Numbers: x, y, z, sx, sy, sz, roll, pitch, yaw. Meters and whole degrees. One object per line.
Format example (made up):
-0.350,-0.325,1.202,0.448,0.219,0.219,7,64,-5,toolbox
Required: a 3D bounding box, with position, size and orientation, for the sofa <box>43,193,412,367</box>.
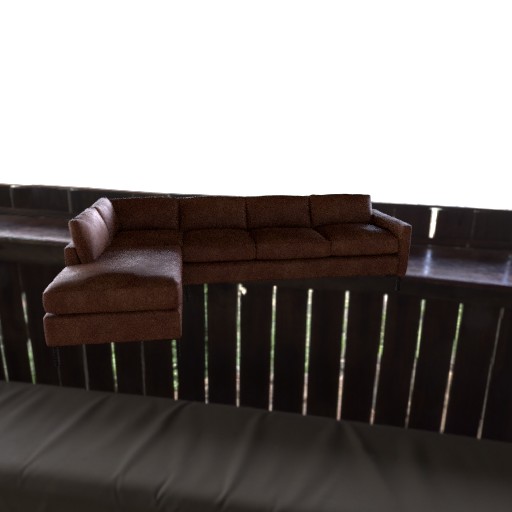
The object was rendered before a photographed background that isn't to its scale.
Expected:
0.000,0.000,3.864,2.984,0.877,1.938,-2,16,-8,sofa
